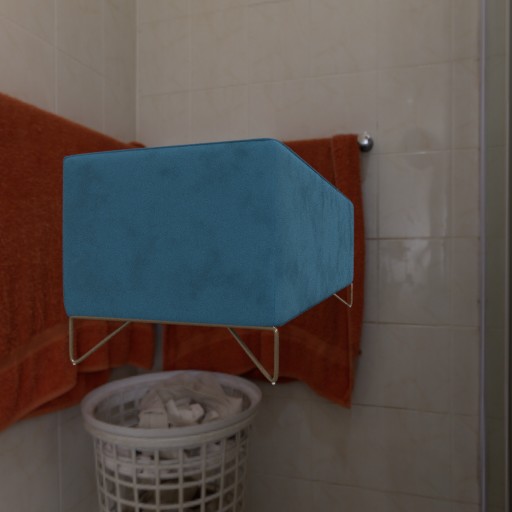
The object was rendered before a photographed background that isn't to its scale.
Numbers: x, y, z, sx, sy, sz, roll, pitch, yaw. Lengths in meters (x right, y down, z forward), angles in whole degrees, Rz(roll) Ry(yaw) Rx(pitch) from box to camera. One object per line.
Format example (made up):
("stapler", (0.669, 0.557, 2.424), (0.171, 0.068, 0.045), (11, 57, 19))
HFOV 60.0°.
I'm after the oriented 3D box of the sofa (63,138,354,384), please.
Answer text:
("sofa", (0.000, 0.000, 2.494), (0.867, 0.789, 2.087), (0, 1, 19))
